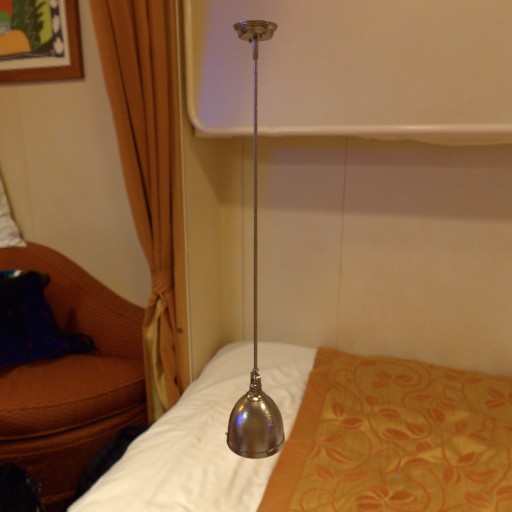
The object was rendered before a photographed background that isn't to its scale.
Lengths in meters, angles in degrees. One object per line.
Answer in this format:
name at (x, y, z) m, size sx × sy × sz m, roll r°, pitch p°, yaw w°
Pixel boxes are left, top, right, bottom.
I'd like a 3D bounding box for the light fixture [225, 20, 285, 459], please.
light fixture at (0.000, 0.000, 1.442) m, size 0.211 × 1.367 × 0.217 m, roll -7°, pitch 15°, yaw -26°
